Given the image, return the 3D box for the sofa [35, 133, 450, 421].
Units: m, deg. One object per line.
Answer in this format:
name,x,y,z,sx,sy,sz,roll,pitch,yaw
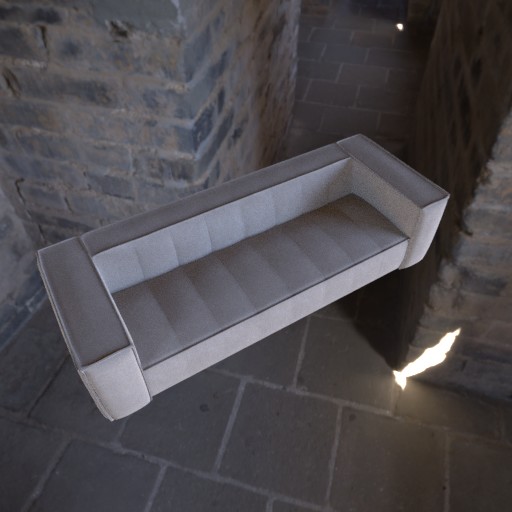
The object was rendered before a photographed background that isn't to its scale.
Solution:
sofa,0.000,0.000,3.184,2.697,0.680,1.038,-24,51,-21
